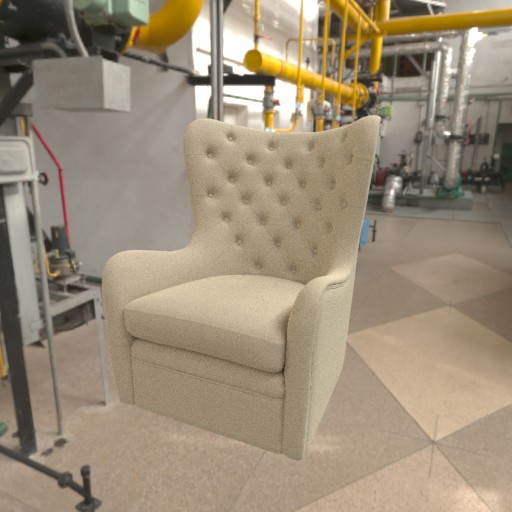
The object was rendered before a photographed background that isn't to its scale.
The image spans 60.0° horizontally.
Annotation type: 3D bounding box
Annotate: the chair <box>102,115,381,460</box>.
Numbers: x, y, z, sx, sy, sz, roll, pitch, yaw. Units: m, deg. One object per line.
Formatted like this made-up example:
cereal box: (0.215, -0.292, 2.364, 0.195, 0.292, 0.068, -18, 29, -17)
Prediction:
chair: (0.000, 0.000, 1.772, 0.831, 1.079, 0.929, 7, 17, 25)
